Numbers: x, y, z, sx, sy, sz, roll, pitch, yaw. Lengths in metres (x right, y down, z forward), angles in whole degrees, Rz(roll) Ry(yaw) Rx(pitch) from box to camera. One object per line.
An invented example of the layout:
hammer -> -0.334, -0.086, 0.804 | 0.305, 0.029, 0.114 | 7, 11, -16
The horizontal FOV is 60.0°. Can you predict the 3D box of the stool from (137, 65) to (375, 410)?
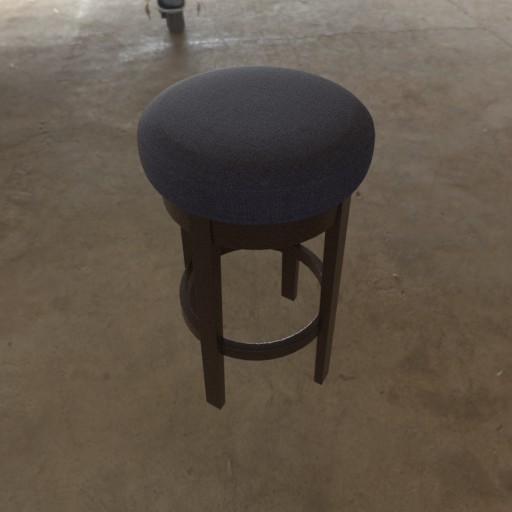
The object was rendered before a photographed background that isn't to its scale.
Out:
stool -> 0.000, 0.000, 1.045 | 0.446, 0.758, 0.446 | 0, 46, 0
